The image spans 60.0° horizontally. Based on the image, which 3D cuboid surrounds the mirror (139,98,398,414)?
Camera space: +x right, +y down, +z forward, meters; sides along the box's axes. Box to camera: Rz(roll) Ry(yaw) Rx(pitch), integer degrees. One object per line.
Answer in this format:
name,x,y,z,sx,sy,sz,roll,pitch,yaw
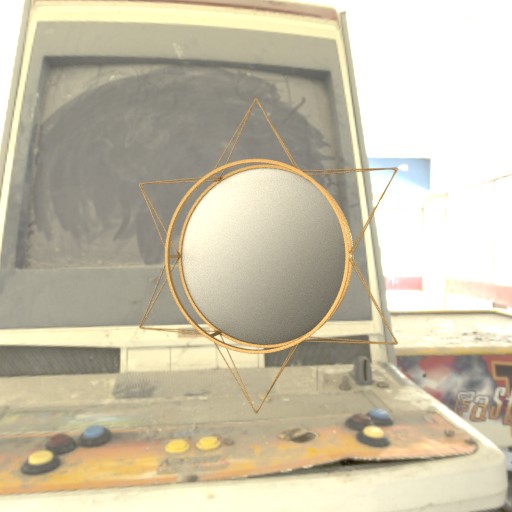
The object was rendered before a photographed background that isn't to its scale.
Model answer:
mirror,0.000,0.000,0.816,0.498,0.581,0.062,0,0,19
